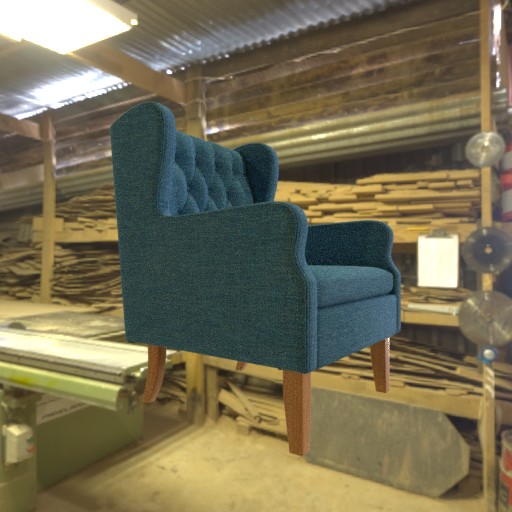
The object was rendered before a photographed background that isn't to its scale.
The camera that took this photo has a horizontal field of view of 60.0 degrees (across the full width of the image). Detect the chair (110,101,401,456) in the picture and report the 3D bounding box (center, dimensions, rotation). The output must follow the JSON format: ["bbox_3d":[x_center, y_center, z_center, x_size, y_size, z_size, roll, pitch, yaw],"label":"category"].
[{"bbox_3d":[0.000,0.000,1.511,0.775,0.952,0.711,0,0,35],"label":"chair"}]
